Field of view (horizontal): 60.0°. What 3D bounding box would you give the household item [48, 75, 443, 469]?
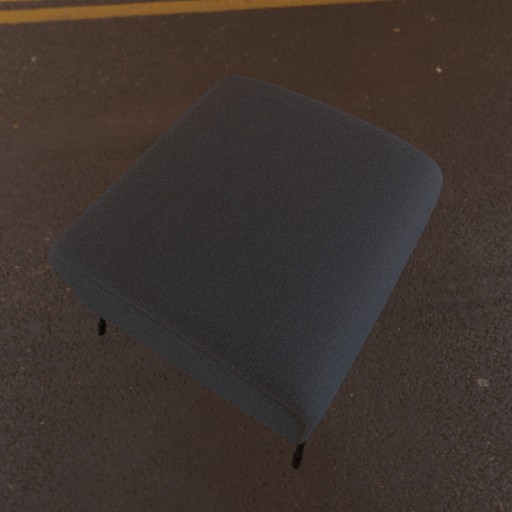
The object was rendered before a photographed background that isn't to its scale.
[{"bbox_3d":[0.000,0.000,0.872,0.530,0.420,0.530,29,64,16],"label":"household item"}]
